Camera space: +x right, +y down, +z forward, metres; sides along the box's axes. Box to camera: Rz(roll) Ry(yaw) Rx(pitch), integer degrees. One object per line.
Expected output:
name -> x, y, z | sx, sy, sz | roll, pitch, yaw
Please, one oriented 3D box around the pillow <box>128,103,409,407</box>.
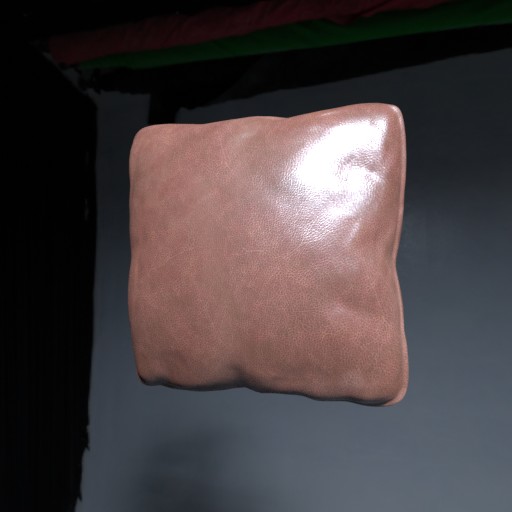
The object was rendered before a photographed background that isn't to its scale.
pillow -> 0.000, 0.000, 0.816 | 0.532, 0.523, 0.236 | 0, 0, 18
